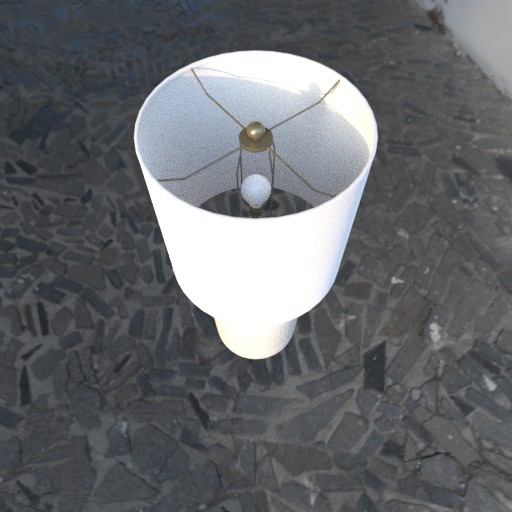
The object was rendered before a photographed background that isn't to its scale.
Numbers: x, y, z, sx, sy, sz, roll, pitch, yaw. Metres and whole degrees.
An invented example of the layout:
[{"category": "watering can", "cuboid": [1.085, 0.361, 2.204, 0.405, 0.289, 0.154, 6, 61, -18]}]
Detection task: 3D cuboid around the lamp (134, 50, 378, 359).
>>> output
[{"category": "lamp", "cuboid": [0.000, 0.000, 0.511, 0.188, 0.392, 0.188, 0, 58, 0]}]
